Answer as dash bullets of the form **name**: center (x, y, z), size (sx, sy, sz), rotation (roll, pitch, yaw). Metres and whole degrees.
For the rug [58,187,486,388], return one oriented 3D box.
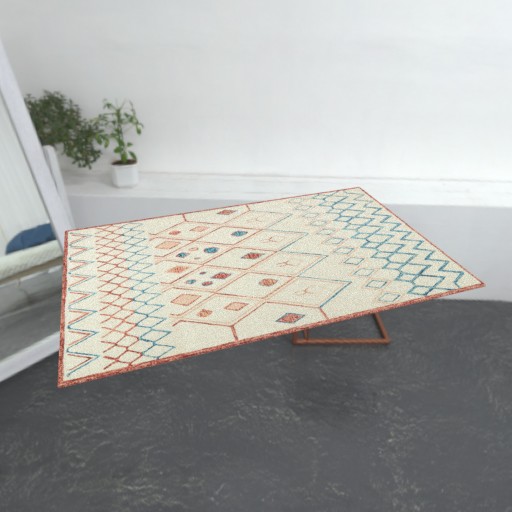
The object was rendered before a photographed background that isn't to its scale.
- **rug**: center (0.000, 0.000, 2.968), size (2.438, 0.015, 1.524), rotation (-10, 34, -16)
